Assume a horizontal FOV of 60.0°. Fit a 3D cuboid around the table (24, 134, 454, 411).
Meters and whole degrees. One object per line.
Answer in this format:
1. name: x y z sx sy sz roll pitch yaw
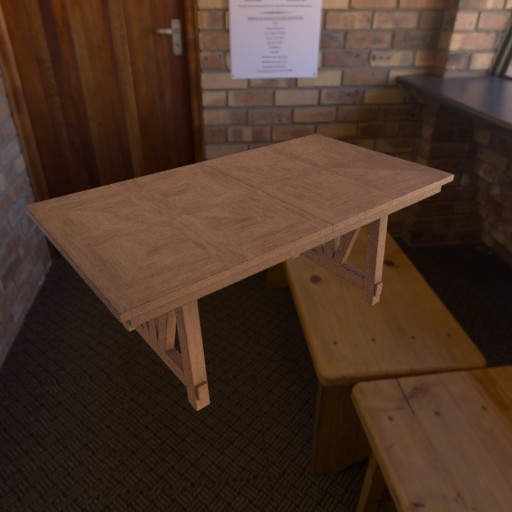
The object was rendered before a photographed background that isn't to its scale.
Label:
1. table: 0.000 0.000 2.373 1.881 0.768 1.016 -23 37 -33
